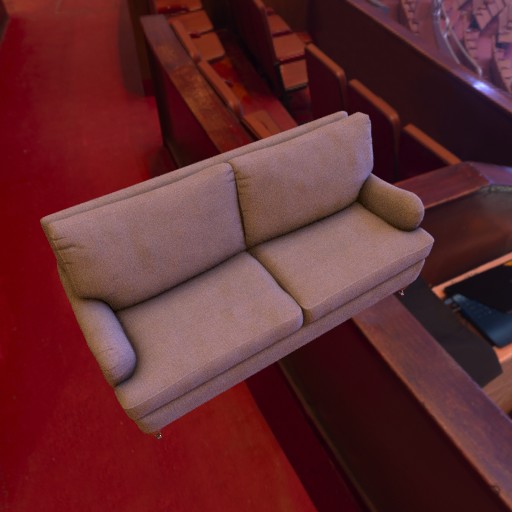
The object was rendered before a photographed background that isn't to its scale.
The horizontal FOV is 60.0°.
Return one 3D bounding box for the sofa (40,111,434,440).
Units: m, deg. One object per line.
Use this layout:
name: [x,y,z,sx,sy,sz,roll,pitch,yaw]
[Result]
sofa: [0.000,0.000,2.795,2.193,1.096,1.069,-25,52,-21]
